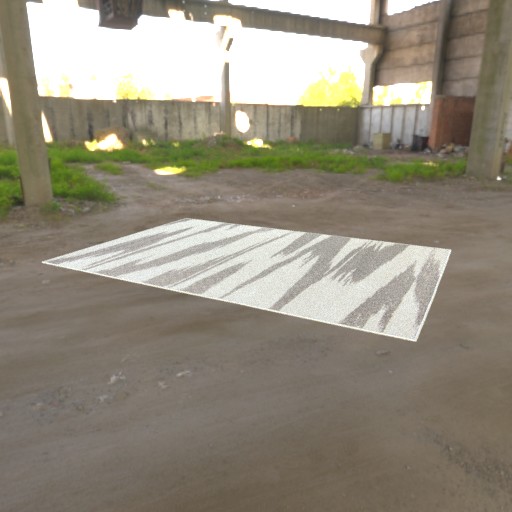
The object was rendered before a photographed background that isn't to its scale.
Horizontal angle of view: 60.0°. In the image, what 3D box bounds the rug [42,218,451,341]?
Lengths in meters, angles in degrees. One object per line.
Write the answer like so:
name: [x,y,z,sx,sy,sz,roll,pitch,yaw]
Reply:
rug: [0.000,0.000,2.363,1.827,0.008,1.225,9,19,27]
